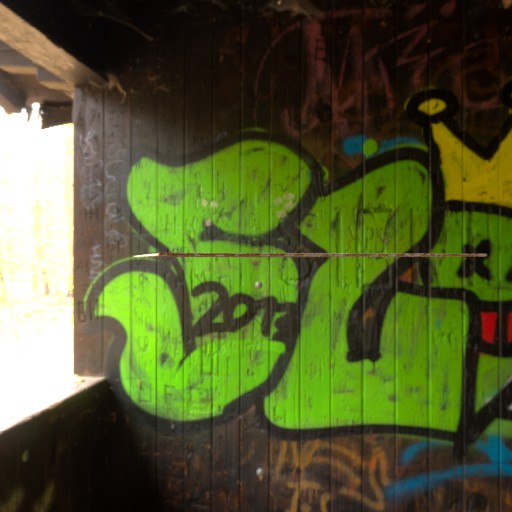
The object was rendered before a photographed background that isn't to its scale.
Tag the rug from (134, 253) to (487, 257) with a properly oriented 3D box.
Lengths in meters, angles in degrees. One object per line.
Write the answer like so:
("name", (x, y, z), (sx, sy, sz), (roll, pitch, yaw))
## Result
("rug", (0.000, 0.000, 3.012), (1.517, 0.011, 2.435), (0, 0, -17))
